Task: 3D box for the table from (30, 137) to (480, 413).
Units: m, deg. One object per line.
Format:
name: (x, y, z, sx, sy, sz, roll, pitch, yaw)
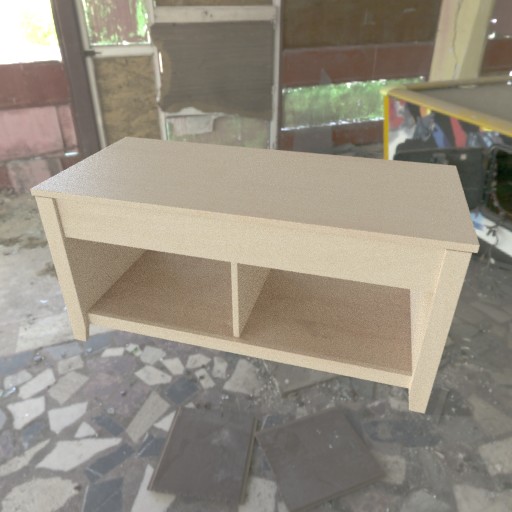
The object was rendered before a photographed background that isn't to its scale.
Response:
table: (0.000, 0.000, 1.276, 1.016, 0.483, 0.457, 8, 32, 13)
